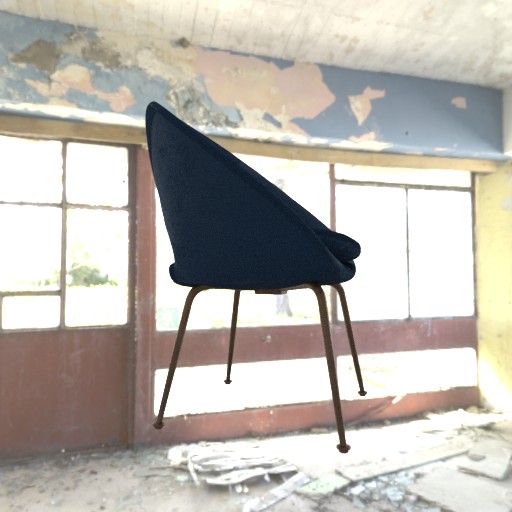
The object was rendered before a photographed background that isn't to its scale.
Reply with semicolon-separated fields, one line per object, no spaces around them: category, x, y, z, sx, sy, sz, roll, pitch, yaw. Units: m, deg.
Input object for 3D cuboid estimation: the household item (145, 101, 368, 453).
household item;0.000;0.000;1.244;0.573;0.852;0.623;-1;-2;19
